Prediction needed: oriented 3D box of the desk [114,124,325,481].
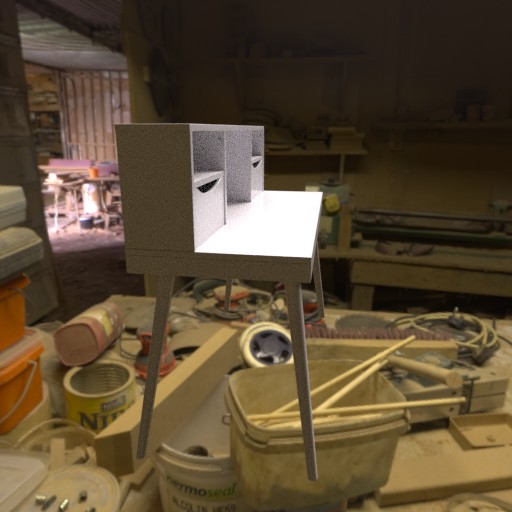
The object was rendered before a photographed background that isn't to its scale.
[{"bbox_3d":[0.000,0.000,1.753,0.559,0.990,1.199,3,16,9],"label":"desk"}]
